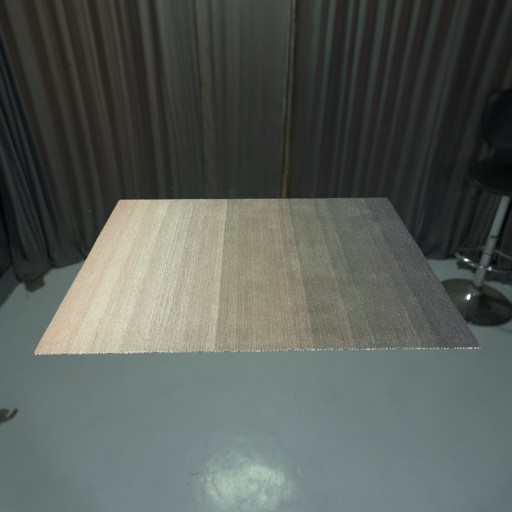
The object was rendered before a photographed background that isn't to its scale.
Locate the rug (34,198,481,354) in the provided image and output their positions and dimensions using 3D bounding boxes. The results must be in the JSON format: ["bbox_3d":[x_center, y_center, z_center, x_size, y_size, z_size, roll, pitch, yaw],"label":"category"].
[{"bbox_3d":[0.000,0.000,3.868,2.932,0.015,2.315,-1,32,-1],"label":"rug"}]
